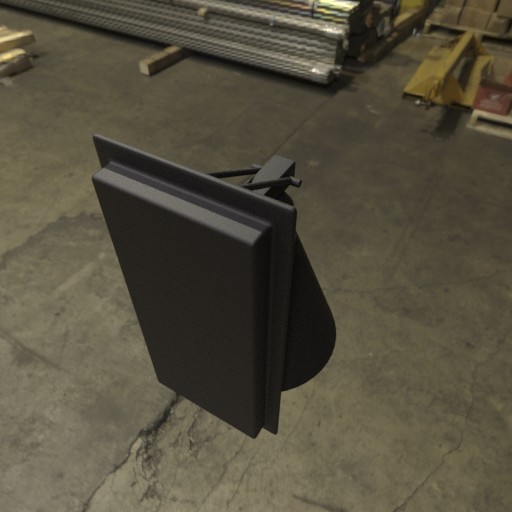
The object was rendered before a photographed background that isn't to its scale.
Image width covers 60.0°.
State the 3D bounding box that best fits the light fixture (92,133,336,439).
[{"bbox_3d":[0.000,0.000,0.415,0.170,0.298,0.207,23,51,21],"label":"light fixture"}]
